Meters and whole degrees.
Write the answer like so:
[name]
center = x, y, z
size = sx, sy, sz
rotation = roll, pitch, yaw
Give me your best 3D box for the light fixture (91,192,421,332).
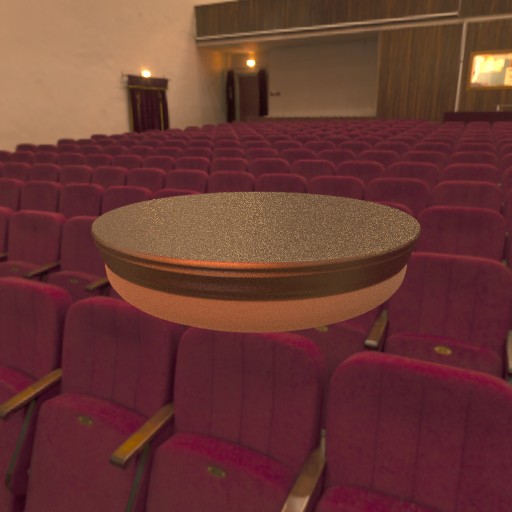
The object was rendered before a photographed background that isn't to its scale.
[light fixture]
center = 0.000, 0.000, 0.538
size = 0.368, 0.100, 0.368
rotation = 0, 17, 0
